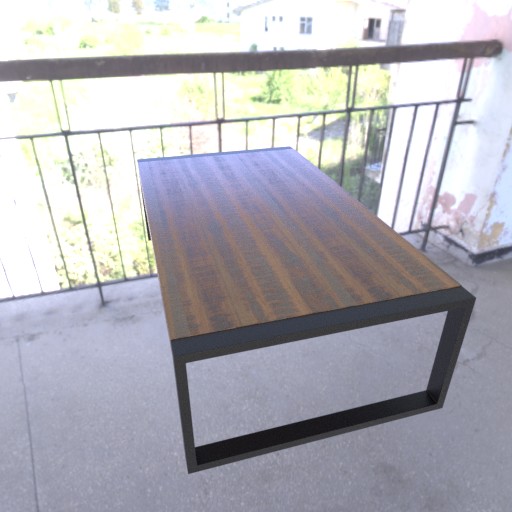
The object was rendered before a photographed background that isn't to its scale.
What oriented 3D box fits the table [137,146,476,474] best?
[{"bbox_3d":[0.000,0.000,1.671,0.750,0.400,1.350,-8,31,-14],"label":"table"}]
